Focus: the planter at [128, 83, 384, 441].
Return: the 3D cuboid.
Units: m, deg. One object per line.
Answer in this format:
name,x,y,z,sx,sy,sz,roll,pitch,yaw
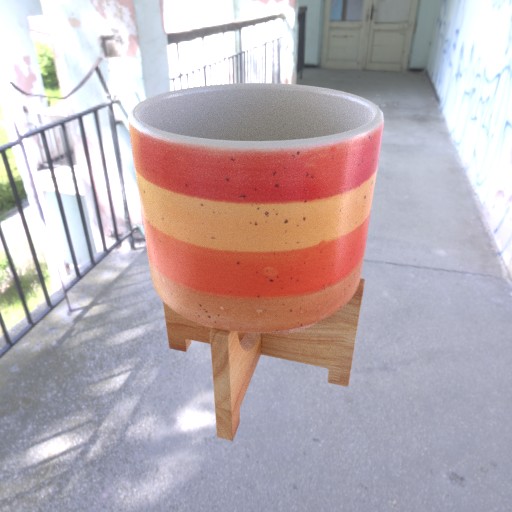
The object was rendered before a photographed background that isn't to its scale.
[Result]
planter,0.000,0.000,0.407,0.199,0.268,0.199,0,31,0
